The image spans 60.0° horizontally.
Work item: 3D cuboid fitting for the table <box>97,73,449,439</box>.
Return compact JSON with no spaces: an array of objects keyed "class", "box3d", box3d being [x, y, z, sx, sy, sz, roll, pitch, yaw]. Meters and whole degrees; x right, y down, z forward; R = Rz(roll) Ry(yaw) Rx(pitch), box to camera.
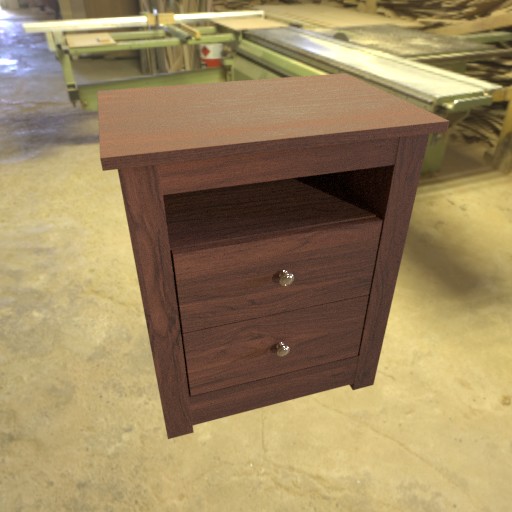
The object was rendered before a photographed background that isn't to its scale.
[{"class":"table","box3d":[0.000,0.000,1.063,0.589,0.711,0.406,-10,35,-14]}]
